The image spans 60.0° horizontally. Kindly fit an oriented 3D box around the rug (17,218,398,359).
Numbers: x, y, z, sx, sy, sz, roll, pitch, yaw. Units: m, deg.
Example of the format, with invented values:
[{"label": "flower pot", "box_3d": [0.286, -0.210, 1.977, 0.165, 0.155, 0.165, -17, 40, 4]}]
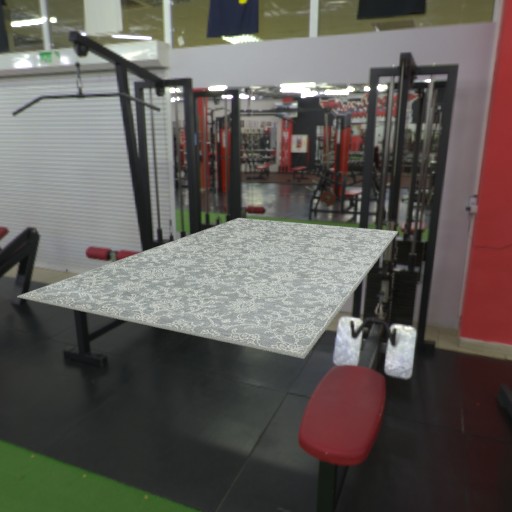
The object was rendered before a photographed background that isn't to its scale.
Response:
[{"label": "rug", "box_3d": [0.000, 0.000, 2.980, 1.515, 0.010, 2.430, 7, 17, 24]}]
